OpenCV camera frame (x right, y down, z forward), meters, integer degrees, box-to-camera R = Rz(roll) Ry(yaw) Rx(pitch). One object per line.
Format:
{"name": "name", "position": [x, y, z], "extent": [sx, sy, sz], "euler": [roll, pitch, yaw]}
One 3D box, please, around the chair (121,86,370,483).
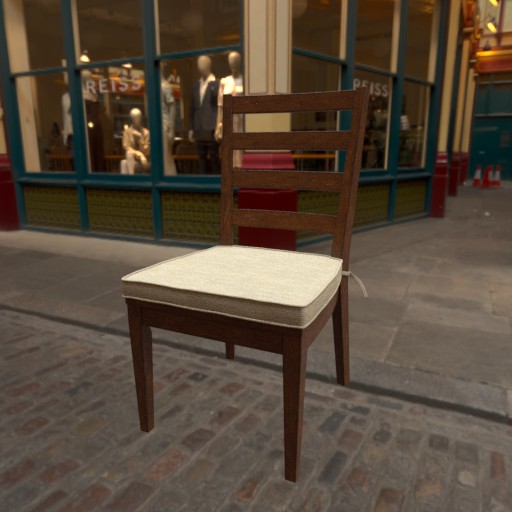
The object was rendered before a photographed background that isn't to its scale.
{"name": "chair", "position": [0.000, 0.000, 1.320], "extent": [0.593, 0.979, 0.595], "euler": [7, 15, 25]}
